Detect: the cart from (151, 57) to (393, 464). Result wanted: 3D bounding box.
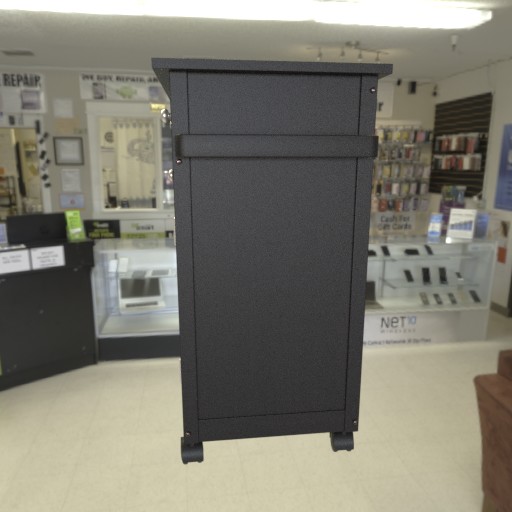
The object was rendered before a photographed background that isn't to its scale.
[{"bbox_3d":[0.000,0.000,1.215,0.456,0.879,0.660,-2,13,-7],"label":"cart"}]
